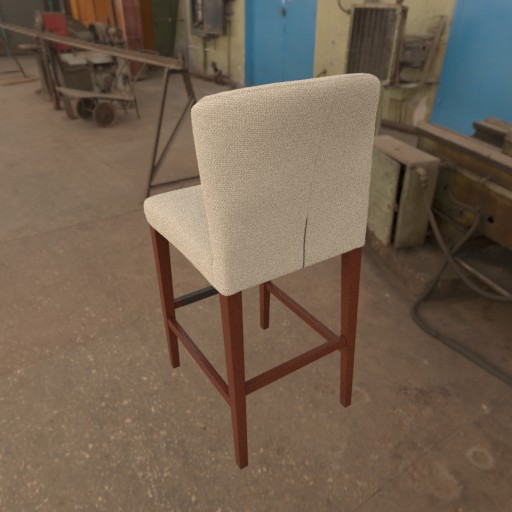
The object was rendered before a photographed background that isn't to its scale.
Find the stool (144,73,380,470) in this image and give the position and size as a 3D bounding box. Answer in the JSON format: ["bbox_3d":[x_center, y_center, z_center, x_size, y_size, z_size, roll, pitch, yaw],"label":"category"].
[{"bbox_3d":[0.000,0.000,1.321,0.481,1.069,0.568,-18,35,-28],"label":"stool"}]
